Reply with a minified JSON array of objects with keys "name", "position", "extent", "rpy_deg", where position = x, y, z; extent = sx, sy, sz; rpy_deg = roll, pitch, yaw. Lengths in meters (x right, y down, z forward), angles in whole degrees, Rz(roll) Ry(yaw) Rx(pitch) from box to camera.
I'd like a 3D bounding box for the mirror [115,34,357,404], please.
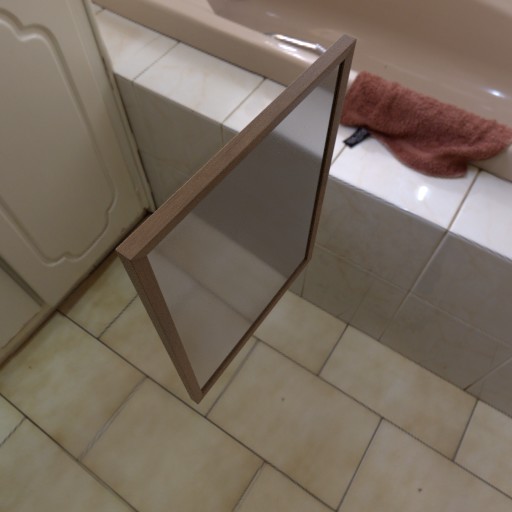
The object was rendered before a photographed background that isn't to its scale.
[{"name":"mirror","position":[0.000,0.000,1.335],"extent":[0.040,1.016,0.762],"rpy_deg":[32,64,18]}]
